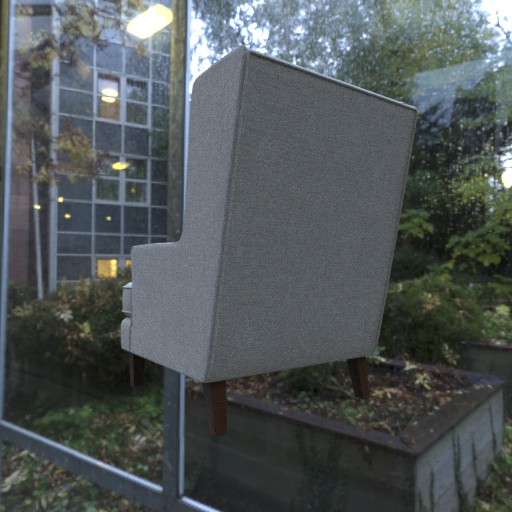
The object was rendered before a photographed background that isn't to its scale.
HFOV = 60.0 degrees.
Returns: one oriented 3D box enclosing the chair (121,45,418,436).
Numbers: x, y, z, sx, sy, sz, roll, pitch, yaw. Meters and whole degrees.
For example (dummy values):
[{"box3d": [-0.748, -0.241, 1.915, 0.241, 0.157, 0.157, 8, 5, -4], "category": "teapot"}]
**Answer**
[{"box3d": [0.000, 0.000, 1.725, 0.764, 1.082, 0.948, 1, -2, -36], "category": "chair"}]
